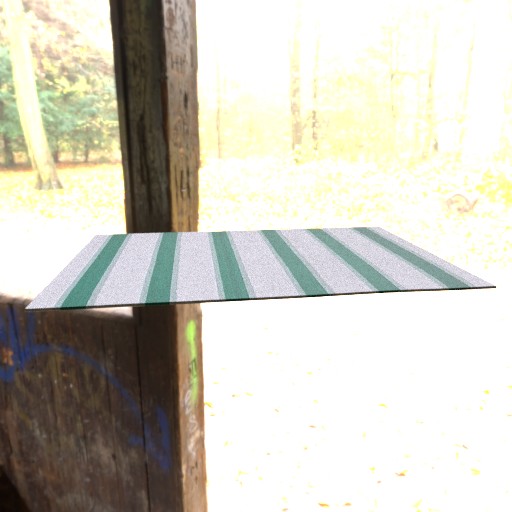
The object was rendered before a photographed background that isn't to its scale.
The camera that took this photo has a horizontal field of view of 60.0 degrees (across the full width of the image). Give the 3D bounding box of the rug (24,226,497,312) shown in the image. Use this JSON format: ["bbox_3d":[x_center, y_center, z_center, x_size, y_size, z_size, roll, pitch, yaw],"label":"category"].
[{"bbox_3d":[0.000,0.000,2.270,1.829,0.012,1.210,-2,16,-7],"label":"rug"}]
